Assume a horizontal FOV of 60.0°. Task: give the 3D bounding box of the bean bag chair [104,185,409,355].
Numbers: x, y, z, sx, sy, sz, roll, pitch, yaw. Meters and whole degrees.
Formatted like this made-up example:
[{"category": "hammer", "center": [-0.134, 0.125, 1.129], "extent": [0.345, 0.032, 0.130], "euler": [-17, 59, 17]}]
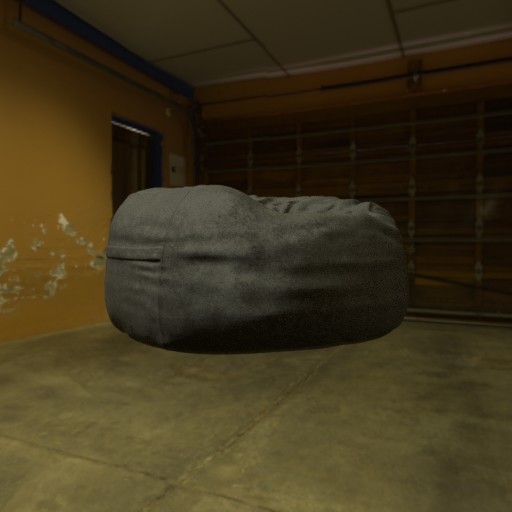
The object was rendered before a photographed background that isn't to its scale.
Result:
[{"category": "bean bag chair", "center": [0.000, 0.000, 2.350], "extent": [1.525, 0.751, 1.525], "euler": [0, 1, 0]}]
